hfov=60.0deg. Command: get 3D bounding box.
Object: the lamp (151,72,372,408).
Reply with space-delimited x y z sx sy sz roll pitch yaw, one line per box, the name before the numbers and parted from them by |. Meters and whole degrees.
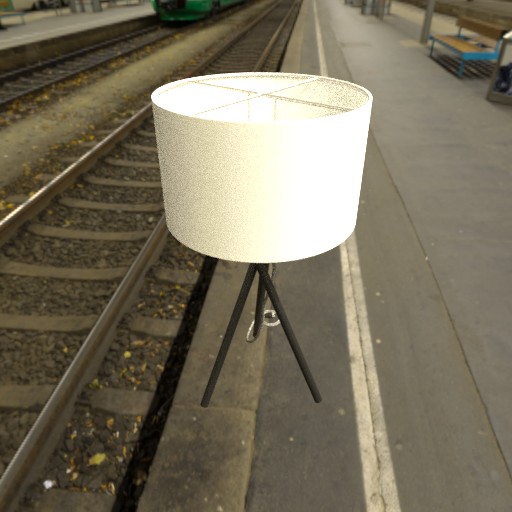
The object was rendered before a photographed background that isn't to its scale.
lamp | 0.000 0.000 0.931 0.353 0.674 0.422 -8 33 -13
